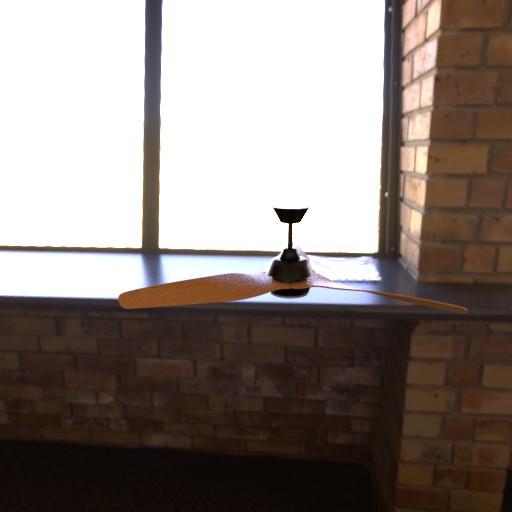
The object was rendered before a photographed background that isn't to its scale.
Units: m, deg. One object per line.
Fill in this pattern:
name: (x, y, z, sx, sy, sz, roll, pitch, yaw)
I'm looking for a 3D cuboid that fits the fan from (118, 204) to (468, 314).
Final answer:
fan: (0.000, 0.000, 1.665, 1.010, 0.355, 1.142, -7, 15, -26)
